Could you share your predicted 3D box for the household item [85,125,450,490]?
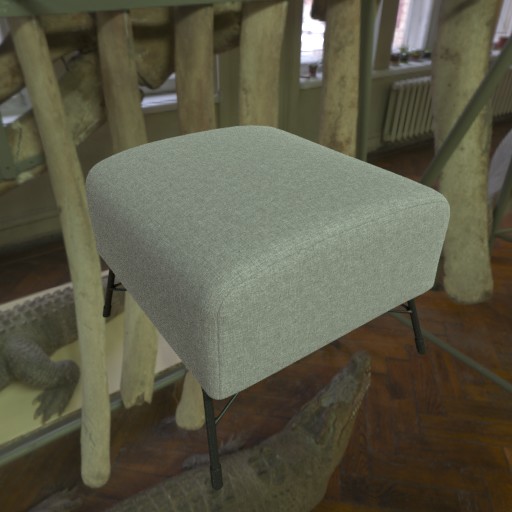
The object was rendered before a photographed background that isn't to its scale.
[{"bbox_3d":[0.000,0.000,0.897,0.530,0.410,0.530,-21,38,-29],"label":"household item"}]
